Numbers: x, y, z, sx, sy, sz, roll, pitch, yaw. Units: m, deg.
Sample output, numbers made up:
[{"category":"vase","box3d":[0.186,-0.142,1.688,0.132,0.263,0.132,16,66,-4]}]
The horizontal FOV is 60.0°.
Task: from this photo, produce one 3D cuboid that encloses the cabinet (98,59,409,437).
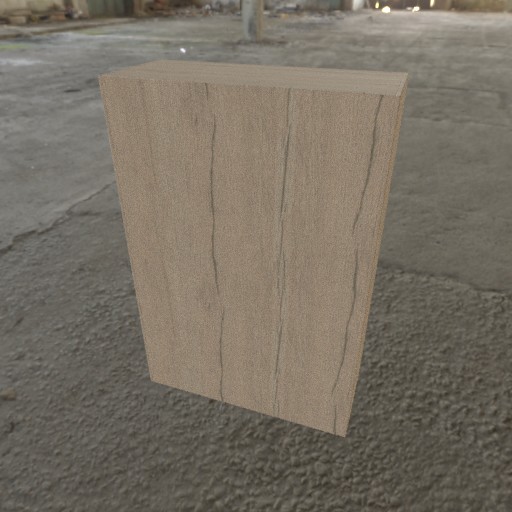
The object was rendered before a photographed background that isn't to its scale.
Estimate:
[{"category":"cabinet","box3d":[0.000,0.000,2.692,1.400,2.070,0.580,10,33,17]}]
